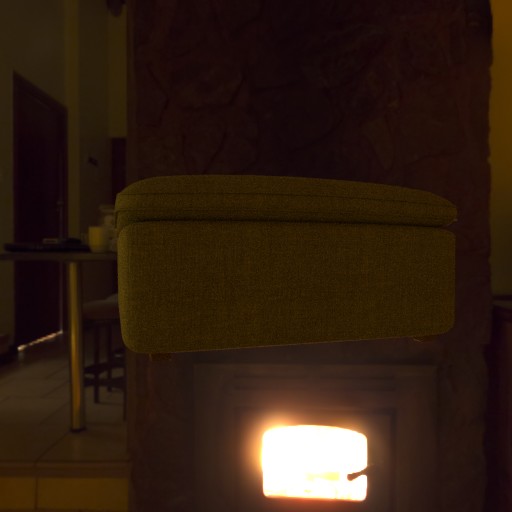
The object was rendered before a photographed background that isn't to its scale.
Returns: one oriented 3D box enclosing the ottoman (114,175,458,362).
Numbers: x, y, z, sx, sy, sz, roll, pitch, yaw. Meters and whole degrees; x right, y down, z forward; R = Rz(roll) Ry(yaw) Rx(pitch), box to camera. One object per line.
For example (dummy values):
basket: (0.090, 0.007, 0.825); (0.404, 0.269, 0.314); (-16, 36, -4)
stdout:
ottoman: (0.000, 0.000, 1.752); (1.067, 0.559, 1.067); (0, 0, -18)
